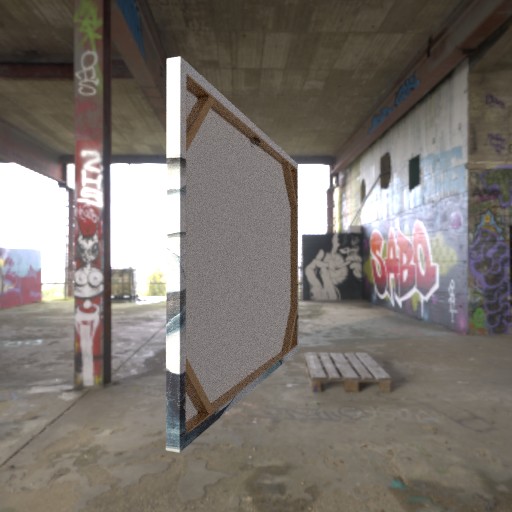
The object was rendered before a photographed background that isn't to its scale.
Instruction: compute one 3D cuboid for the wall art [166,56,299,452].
[{"bbox_3d":[0.000,0.000,1.604,0.039,0.915,1.219,0,-1,18],"label":"wall art"}]
